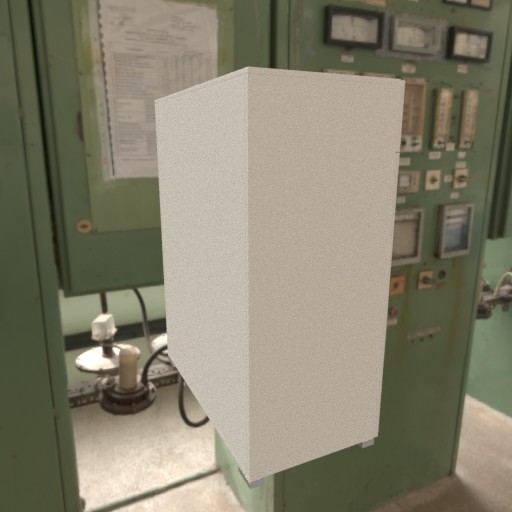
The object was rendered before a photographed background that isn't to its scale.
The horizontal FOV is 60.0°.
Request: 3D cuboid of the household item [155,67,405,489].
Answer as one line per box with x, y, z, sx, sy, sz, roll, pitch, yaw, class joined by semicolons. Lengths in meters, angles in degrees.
0.000;0.000;1.447;0.420;1.010;0.790;-7;16;-25;household item
